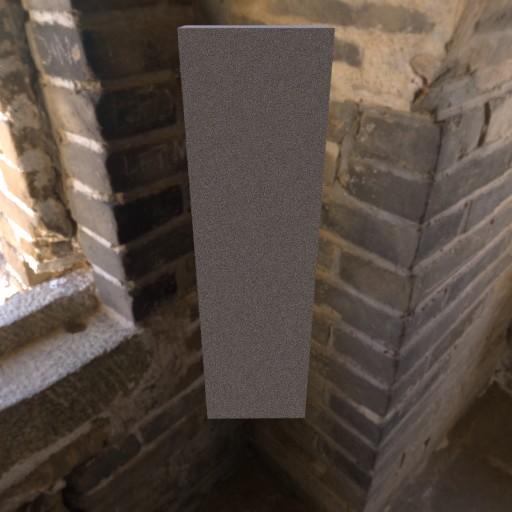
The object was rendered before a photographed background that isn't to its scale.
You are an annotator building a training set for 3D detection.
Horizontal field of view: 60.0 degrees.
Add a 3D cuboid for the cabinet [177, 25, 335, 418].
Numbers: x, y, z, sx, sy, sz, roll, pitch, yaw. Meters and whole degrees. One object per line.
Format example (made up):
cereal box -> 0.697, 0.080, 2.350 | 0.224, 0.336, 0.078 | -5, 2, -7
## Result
cabinet -> 0.000, 0.000, 1.945 | 0.500, 1.790, 0.230 | 0, 29, -1
